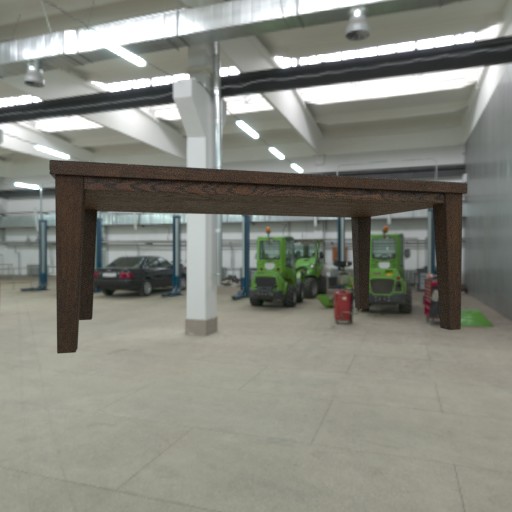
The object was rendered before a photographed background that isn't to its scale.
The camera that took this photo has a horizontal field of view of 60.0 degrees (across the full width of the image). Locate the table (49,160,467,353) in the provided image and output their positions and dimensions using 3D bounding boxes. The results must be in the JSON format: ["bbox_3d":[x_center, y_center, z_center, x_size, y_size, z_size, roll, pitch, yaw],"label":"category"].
[{"bbox_3d":[0.000,0.000,2.496,1.981,0.762,1.016,0,0,-17],"label":"table"}]
